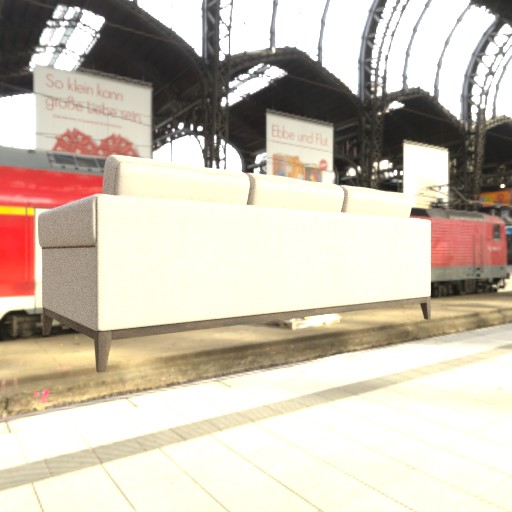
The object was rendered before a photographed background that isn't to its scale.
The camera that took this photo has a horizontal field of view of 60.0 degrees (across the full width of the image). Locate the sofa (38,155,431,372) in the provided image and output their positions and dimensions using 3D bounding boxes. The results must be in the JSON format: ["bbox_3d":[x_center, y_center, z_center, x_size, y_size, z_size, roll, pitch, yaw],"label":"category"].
[{"bbox_3d":[0.000,0.000,2.651,2.210,0.838,0.959,0,1,-37],"label":"sofa"}]
